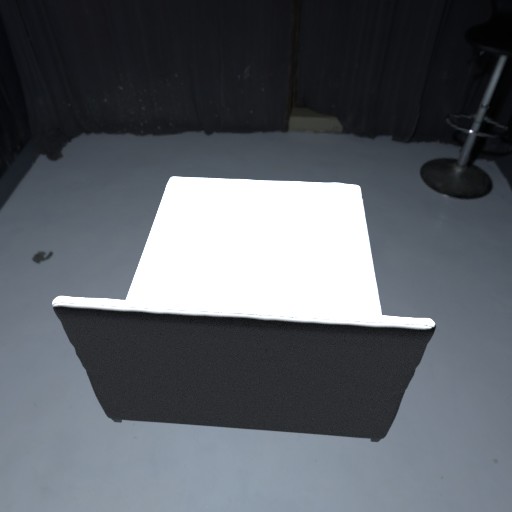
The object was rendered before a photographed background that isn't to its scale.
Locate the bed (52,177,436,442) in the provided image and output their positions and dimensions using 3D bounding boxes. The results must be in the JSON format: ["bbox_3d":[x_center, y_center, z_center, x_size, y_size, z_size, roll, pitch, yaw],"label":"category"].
[{"bbox_3d":[0.000,0.000,3.654,2.078,1.427,2.387,3,45,3],"label":"bed"}]
